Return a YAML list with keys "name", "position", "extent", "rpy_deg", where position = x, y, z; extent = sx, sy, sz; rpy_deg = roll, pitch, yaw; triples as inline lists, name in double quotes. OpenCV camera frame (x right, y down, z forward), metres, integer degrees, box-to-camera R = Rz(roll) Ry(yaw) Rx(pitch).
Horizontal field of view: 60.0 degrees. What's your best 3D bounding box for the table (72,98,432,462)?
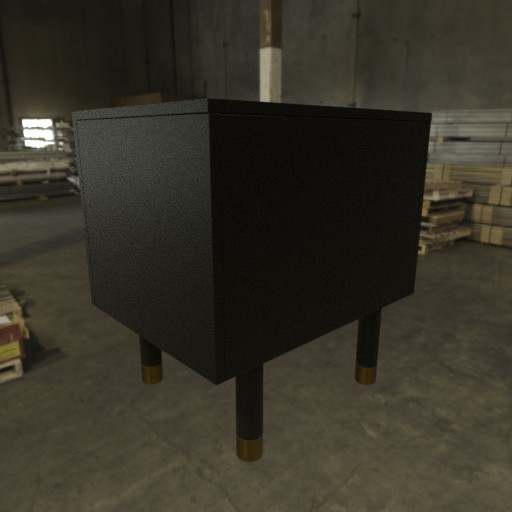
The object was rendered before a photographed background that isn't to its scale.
- name: "table"
  position: [0.000, 0.000, 0.946]
  extent: [0.564, 0.584, 0.441]
  rpy_deg: [-14, 21, -41]
